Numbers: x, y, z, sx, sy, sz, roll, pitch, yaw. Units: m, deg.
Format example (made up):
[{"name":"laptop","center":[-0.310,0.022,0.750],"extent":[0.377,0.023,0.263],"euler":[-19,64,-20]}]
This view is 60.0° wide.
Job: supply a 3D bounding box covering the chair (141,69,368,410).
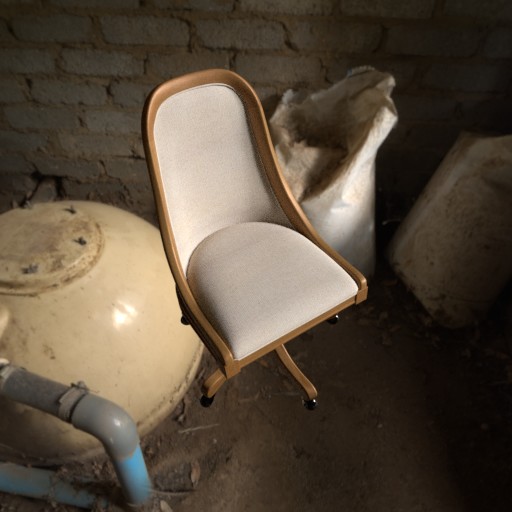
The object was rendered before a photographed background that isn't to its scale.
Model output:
[{"name":"chair","center":[0.000,0.000,1.554],"extent":[0.702,1.009,0.811],"euler":[-25,52,-22]}]
